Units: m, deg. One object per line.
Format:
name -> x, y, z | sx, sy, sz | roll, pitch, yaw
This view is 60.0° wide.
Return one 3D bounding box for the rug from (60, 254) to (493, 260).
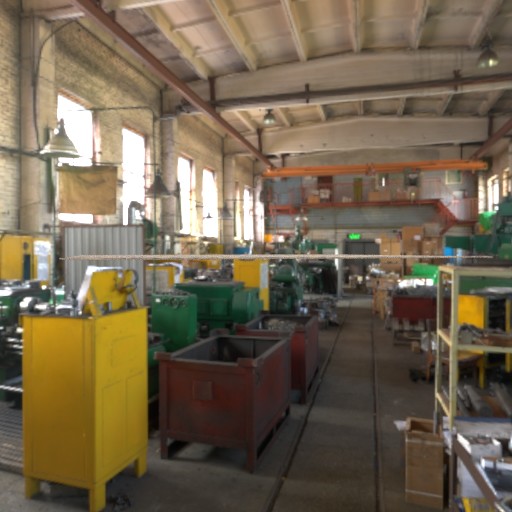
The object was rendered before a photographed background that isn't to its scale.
rug -> 0.000, 0.000, 4.181 | 3.205, 0.015, 2.437 | 0, 1, -19
